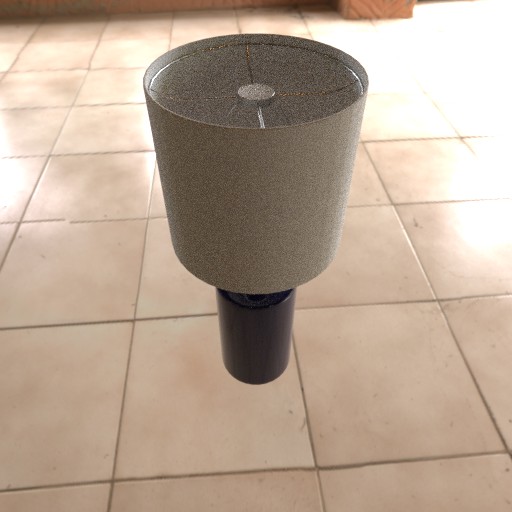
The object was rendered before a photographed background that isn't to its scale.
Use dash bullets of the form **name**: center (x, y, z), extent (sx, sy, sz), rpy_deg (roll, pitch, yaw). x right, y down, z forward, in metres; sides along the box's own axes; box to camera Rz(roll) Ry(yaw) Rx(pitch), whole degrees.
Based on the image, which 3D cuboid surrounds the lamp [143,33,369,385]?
- **lamp**: center (0.000, 0.000, 0.595), extent (0.212, 0.493, 0.212), rpy_deg (-4, 45, -4)
